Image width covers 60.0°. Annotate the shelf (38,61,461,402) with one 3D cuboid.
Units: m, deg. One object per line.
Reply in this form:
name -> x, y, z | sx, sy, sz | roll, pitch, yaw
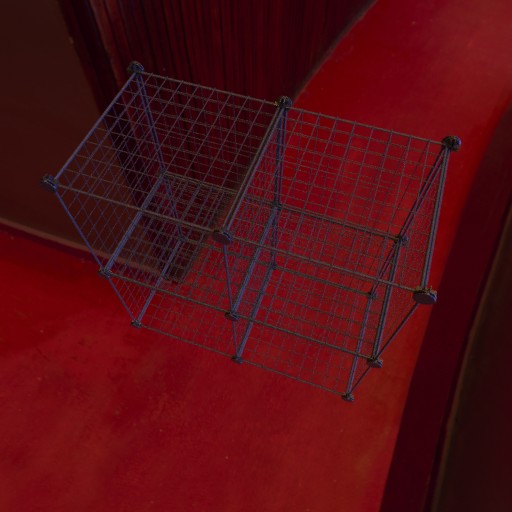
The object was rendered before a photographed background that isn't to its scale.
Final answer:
shelf -> 0.000, 0.000, 1.123 | 0.711, 0.711, 0.356 | 17, 61, 10
